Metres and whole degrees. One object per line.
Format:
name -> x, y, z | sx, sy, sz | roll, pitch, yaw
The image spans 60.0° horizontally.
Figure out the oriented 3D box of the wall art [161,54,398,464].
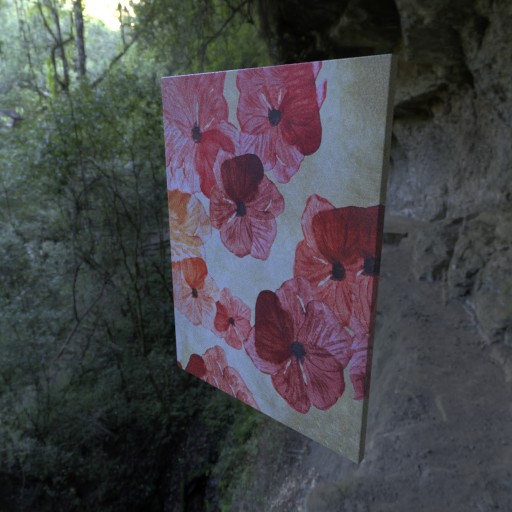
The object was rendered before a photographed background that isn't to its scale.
wall art -> 0.000, 0.000, 1.296 | 0.762, 1.015, 0.031 | 14, 22, 39
